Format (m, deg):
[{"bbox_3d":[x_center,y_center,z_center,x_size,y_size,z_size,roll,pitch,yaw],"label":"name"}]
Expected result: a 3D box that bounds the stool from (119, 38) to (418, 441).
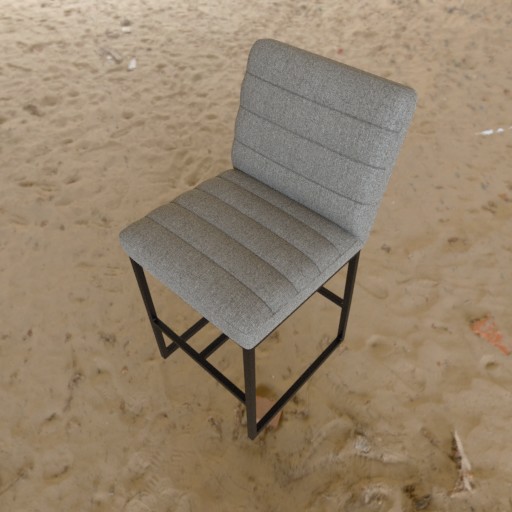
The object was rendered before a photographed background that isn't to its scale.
[{"bbox_3d":[0.000,0.000,1.243,0.460,0.940,0.560,34,55,27],"label":"stool"}]
